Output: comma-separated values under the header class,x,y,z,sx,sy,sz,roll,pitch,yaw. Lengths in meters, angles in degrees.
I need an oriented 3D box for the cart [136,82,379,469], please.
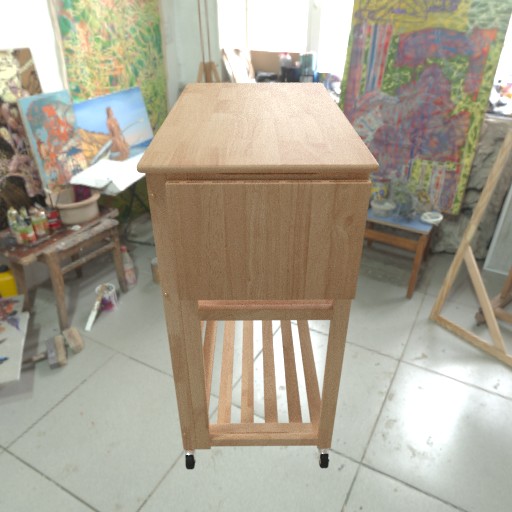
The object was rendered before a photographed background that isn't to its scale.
class,x,y,z,sx,sy,sz,roll,pitch,yaw
cart,0.000,0.000,1.356,0.432,0.879,0.853,0,32,0
